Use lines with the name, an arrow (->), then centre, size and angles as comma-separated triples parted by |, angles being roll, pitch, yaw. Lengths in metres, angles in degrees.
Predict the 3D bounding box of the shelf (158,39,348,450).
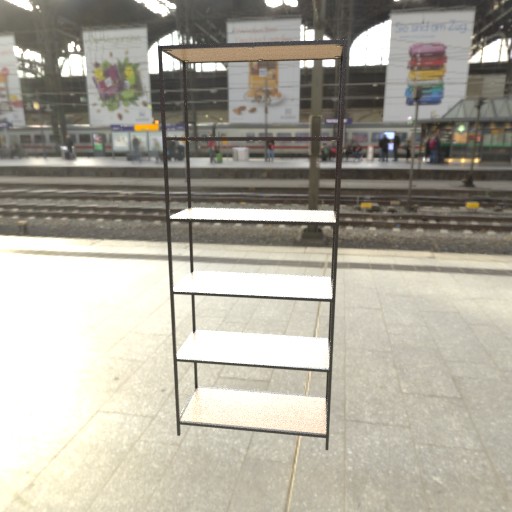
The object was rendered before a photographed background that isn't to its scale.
shelf -> 0.000, 0.000, 2.168 | 0.770, 1.850, 0.350 | 2, 14, 8
